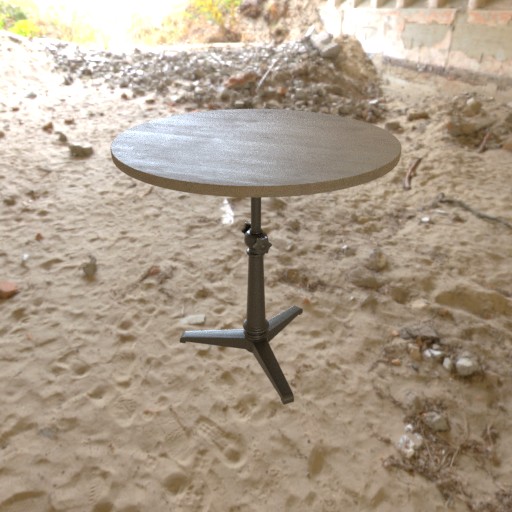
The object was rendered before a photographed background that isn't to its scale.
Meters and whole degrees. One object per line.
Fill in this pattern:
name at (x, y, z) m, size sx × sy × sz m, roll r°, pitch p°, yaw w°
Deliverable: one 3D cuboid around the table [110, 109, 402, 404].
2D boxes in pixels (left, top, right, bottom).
table at (0.000, 0.000, 1.457) m, size 0.800 × 0.780 × 0.800 m, roll 0°, pitch 29°, yaw 0°
